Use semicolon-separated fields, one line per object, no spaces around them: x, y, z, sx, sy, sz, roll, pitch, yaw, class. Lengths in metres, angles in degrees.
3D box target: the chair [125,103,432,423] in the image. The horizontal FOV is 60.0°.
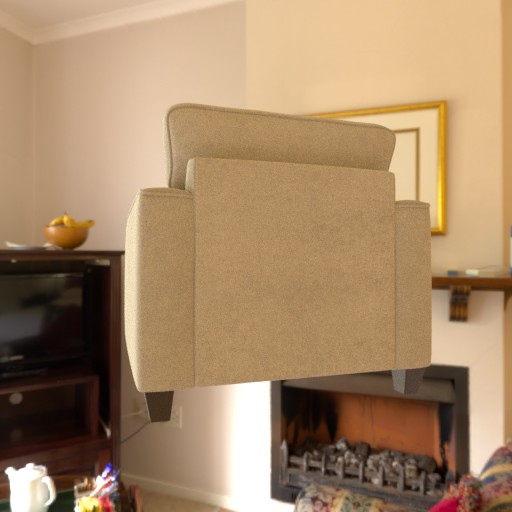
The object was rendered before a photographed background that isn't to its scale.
0.000;0.000;1.813;1.015;0.965;0.939;0;-1;-18;chair
